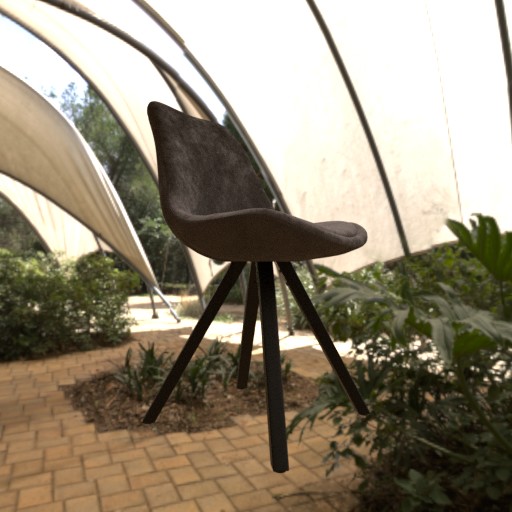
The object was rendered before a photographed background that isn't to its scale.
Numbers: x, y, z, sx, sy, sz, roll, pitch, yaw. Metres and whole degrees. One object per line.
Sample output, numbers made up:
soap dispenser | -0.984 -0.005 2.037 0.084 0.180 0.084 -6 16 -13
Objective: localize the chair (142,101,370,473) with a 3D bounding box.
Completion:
chair | 0.000 0.000 1.164 0.550 0.850 0.485 0 -1 37
